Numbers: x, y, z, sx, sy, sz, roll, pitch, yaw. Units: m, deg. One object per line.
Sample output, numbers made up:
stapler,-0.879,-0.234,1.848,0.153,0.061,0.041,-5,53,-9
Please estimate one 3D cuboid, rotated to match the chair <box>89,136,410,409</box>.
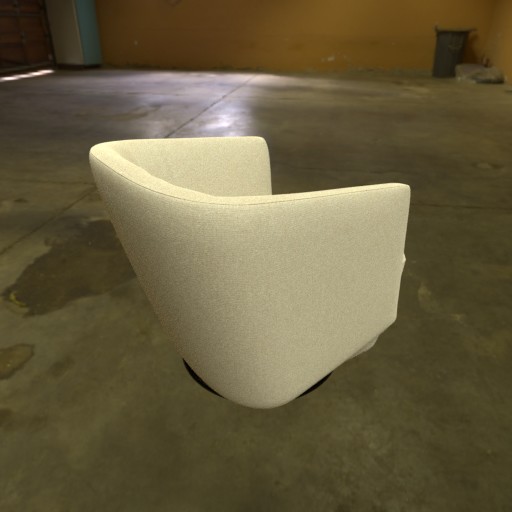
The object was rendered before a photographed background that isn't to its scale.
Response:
chair,0.000,0.000,1.614,0.986,0.861,0.822,-18,33,-31
